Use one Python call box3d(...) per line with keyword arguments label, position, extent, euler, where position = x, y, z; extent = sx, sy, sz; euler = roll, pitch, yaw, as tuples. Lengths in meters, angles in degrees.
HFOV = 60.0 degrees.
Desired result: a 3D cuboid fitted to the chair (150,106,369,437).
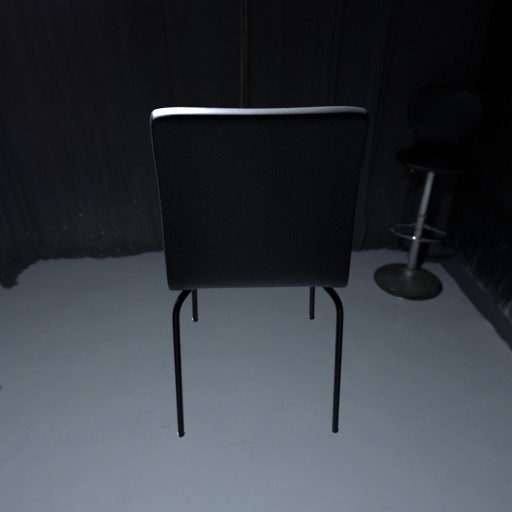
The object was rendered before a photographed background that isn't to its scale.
box3d(label="chair", position=(0.000, 0.000, 1.173), extent=(0.450, 0.872, 0.572), euler=(-1, 31, -2))
